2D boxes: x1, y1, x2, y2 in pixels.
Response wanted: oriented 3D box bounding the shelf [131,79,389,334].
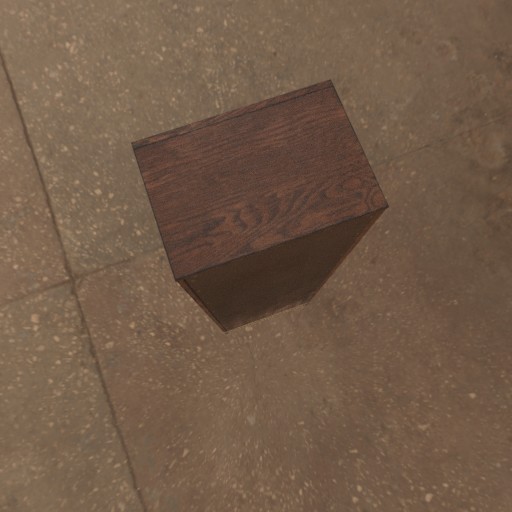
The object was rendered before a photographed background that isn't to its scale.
[{"bbox_3d":[0.000,0.000,1.922,0.539,1.732,0.395,-19,77,-5],"label":"shelf"}]
